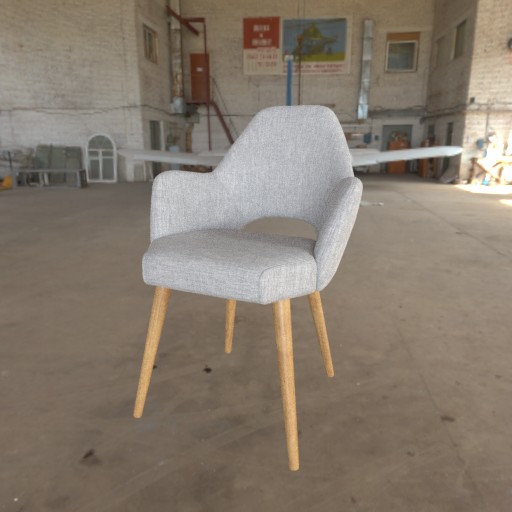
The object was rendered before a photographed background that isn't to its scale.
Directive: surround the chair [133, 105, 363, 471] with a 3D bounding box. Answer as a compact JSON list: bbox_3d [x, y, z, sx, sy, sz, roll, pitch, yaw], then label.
[{"bbox_3d":[0.000,0.000,1.249,0.590,0.840,0.610,7,16,25],"label":"chair"}]
